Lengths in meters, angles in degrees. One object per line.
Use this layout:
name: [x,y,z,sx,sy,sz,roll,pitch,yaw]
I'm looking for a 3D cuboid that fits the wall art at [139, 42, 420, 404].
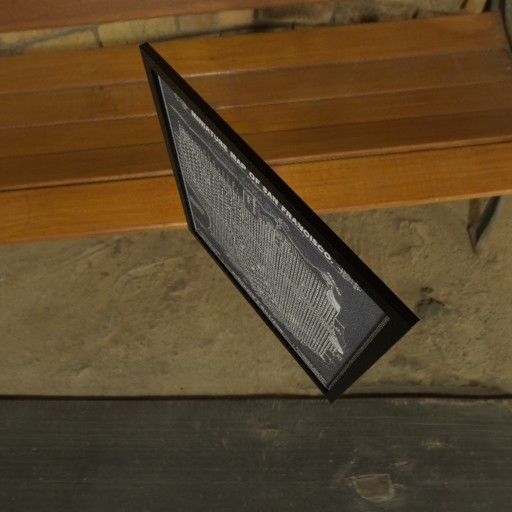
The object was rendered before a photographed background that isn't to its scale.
wall art: [0.000,0.000,0.675,0.012,0.458,0.457,-35,69,-16]
